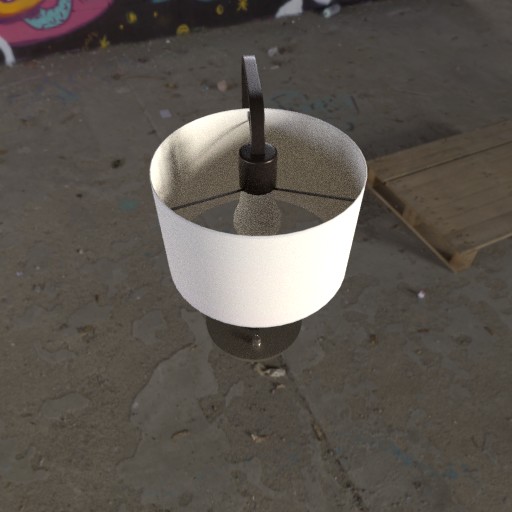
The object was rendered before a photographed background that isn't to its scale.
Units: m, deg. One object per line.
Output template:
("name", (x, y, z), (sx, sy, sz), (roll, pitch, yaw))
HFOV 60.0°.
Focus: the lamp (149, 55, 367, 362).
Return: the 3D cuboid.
("lamp", (0.000, 0.000, 0.624), (0.230, 0.473, 0.288), (-3, 47, -3))
